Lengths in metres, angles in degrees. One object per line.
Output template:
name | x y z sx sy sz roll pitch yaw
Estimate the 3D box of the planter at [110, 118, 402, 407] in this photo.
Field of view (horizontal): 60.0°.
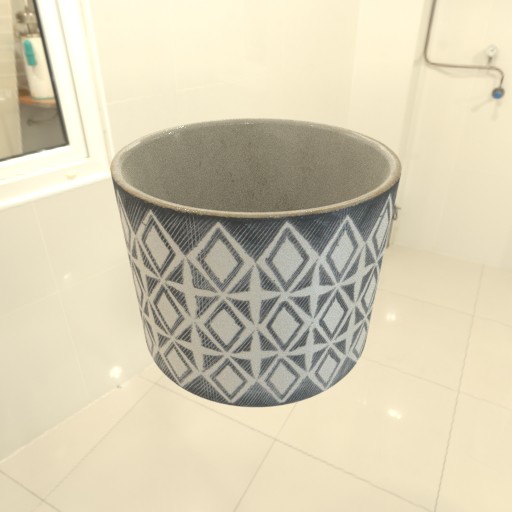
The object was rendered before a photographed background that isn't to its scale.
planter | 0.000 0.000 0.346 0.192 0.165 0.192 0 31 0
